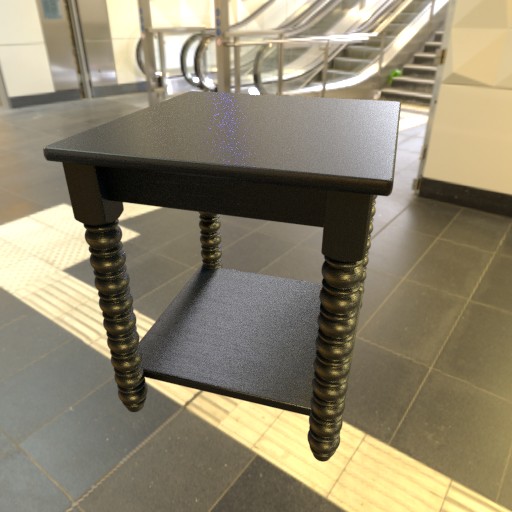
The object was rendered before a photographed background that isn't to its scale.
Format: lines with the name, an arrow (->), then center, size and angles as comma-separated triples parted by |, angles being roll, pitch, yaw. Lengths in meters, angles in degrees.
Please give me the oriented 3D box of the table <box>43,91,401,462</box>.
table -> 0.000, 0.000, 0.944 | 0.500, 0.567, 0.533 | 8, 30, 15
